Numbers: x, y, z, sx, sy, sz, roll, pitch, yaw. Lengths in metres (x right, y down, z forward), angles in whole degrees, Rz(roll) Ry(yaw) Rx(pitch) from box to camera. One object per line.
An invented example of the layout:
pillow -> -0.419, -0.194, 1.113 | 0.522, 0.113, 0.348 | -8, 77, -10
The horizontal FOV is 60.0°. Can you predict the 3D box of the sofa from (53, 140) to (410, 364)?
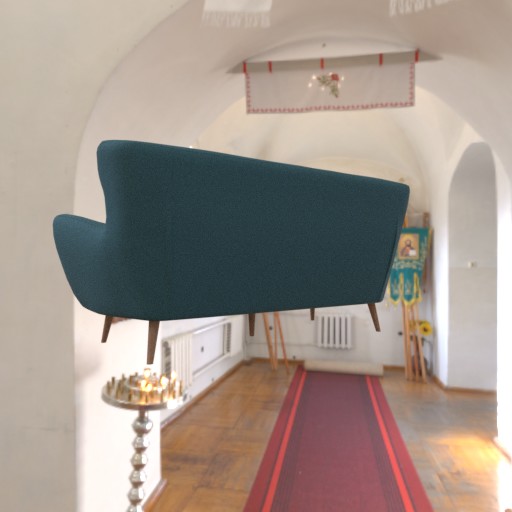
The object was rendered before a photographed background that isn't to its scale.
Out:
sofa -> 0.000, 0.000, 2.426 | 1.930, 0.890, 0.889 | 0, -1, -35
